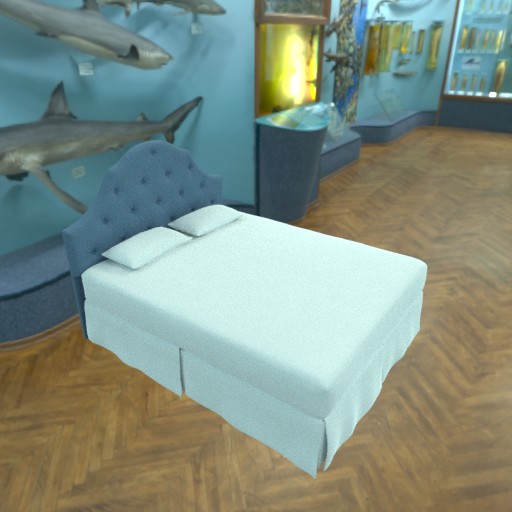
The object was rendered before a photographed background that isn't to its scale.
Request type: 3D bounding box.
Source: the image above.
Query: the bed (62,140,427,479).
[{"bbox_3d":[0.000,0.000,3.762,2.477,1.617,2.039,18,32,31],"label":"bed"}]
